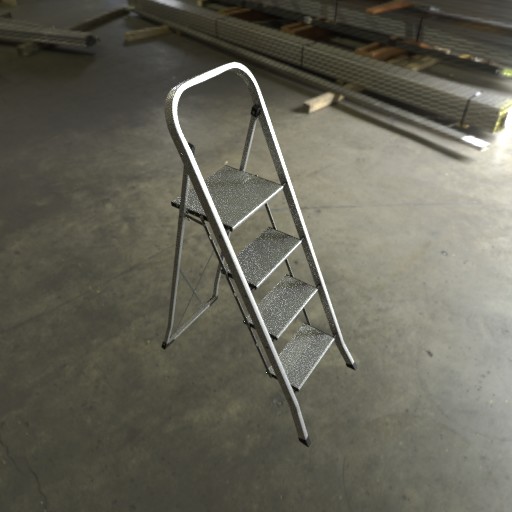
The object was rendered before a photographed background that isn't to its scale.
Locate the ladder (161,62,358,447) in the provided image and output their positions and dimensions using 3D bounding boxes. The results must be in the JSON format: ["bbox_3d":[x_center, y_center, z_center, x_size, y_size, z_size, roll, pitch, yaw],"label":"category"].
[{"bbox_3d":[0.000,0.000,1.676,0.830,1.290,0.465,24,46,25],"label":"ladder"}]
